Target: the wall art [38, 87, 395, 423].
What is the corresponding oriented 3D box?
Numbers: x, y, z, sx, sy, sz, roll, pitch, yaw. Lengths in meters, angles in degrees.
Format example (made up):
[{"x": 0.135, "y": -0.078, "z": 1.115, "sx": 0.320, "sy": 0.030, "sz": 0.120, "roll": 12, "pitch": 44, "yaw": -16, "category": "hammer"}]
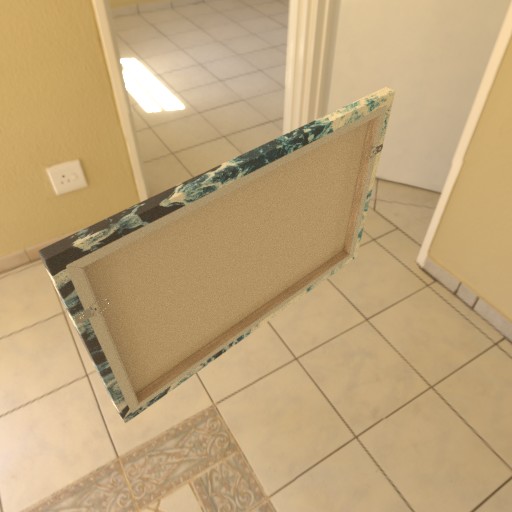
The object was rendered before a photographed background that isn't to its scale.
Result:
[{"x": 0.000, "y": 0.000, "z": 1.900, "sx": 1.524, "sy": 1.017, "sz": 0.055, "roll": -32, "pitch": 53, "yaw": -27, "category": "wall art"}]
